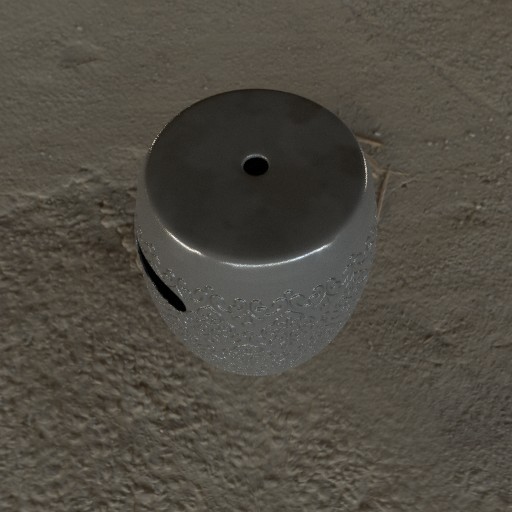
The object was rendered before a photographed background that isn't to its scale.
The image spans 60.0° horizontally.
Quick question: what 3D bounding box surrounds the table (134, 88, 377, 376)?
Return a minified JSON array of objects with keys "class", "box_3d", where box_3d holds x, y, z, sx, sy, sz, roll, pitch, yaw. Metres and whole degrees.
[{"class":"table","box_3d":[0.000,0.000,0.629,0.309,0.397,0.309,0,61,0]}]
